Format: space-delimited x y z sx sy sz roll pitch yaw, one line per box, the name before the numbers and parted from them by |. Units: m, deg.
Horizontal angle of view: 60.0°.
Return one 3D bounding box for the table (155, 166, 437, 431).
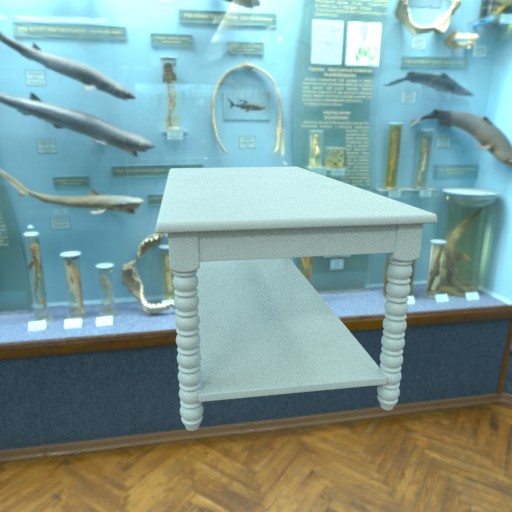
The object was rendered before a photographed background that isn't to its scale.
table | 0.000 0.000 1.486 0.580 0.487 1.171 -3 16 -9
